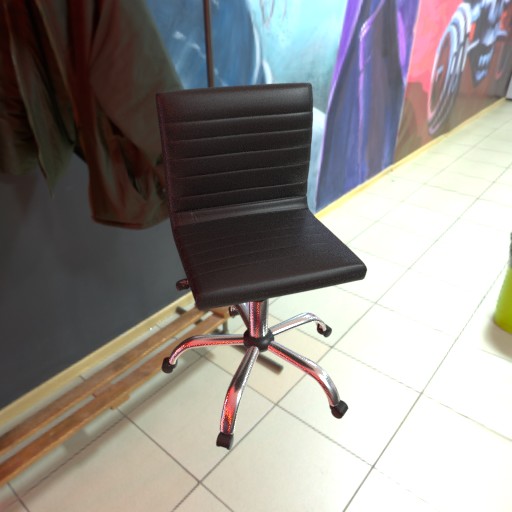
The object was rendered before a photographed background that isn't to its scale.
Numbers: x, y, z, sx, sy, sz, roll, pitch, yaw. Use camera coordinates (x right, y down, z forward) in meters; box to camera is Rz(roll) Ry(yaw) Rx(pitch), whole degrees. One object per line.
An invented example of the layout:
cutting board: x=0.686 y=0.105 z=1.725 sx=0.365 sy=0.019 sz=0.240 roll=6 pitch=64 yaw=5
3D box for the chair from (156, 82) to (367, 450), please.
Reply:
chair: x=0.000 y=0.000 z=1.144 sx=0.556 sy=0.780 sz=0.530 roll=-9 pitch=33 yaw=-15
